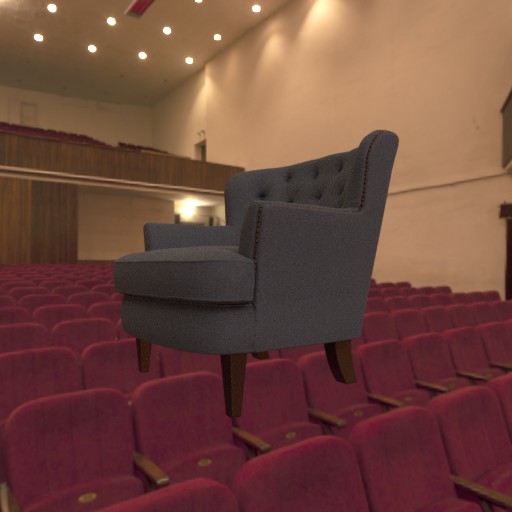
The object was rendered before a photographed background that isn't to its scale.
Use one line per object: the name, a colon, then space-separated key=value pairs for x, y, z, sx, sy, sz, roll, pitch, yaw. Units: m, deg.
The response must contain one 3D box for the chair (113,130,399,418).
chair: x=0.000 y=0.000 z=1.603 sx=0.906 sy=0.868 sz=0.848 roll=1 pitch=-2 yaw=-36
